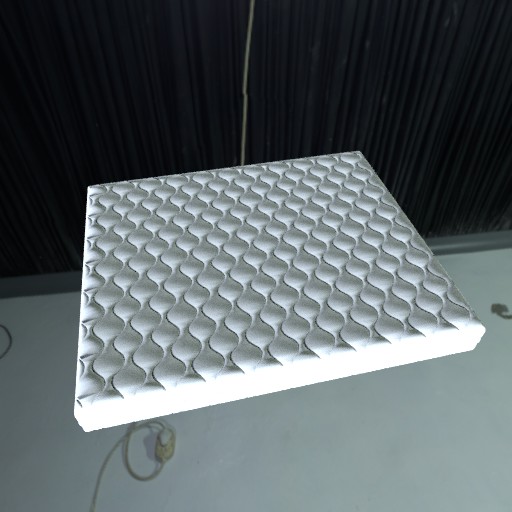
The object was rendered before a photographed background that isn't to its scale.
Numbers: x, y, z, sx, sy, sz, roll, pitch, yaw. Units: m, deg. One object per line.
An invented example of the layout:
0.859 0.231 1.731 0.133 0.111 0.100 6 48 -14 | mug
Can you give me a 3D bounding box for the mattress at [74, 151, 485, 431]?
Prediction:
0.000 0.000 2.554 1.900 0.200 1.600 -9 46 -9 | mattress
